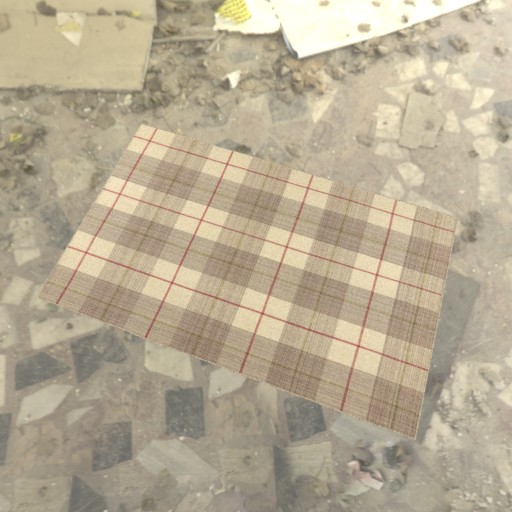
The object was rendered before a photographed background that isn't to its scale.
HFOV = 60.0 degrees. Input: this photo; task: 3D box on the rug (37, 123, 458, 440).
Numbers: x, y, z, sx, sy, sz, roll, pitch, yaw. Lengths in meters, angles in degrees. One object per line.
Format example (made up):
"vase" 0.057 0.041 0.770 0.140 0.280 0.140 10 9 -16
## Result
"rug" 0.000 0.000 2.978 2.464 0.010 1.549 18 66 8
